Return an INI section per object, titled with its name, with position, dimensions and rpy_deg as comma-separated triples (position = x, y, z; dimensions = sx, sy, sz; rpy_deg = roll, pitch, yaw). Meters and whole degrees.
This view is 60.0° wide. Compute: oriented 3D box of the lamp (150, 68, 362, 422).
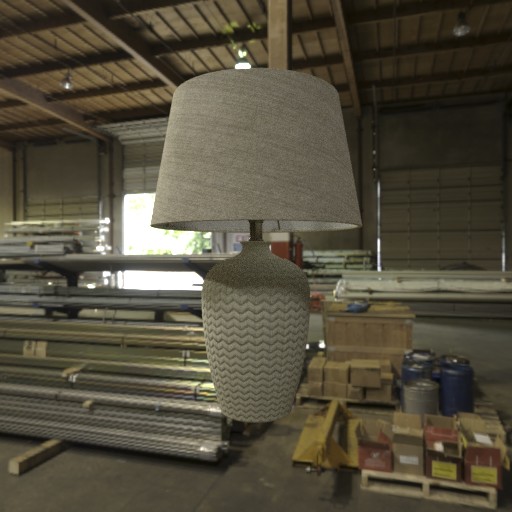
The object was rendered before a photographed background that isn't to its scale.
[lamp]
position = 0.000, 0.000, 0.836
dimensions = 0.390, 0.580, 0.390
rpy_deg = 0, 0, 0
